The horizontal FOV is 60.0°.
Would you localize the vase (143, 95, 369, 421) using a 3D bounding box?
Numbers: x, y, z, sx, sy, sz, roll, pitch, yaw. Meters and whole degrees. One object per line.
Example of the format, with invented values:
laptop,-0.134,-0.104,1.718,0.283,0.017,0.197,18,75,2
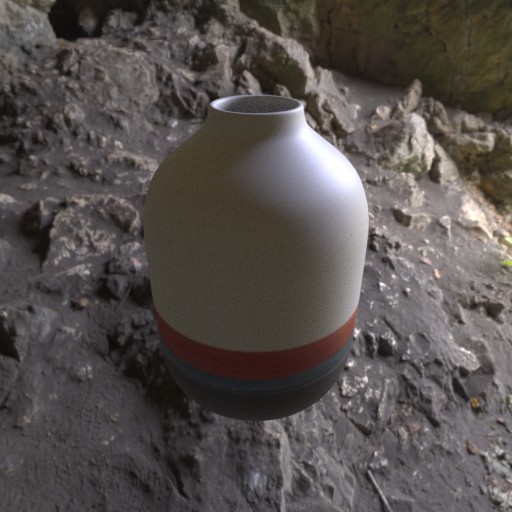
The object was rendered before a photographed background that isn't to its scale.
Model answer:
vase,0.000,0.000,0.357,0.169,0.237,0.169,0,30,0
